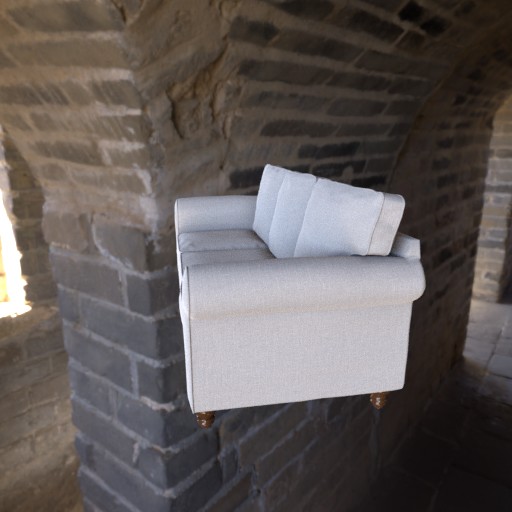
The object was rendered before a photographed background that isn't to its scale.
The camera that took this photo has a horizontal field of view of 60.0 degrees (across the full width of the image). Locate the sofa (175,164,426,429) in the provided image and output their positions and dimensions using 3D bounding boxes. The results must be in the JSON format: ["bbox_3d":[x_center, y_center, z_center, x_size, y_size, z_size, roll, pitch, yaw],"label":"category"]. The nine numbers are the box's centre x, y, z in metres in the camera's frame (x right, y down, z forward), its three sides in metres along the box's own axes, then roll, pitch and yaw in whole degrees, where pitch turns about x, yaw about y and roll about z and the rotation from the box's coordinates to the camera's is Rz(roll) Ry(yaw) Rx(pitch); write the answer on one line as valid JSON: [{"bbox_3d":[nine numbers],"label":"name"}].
[{"bbox_3d":[0.000,0.000,2.593,0.916,0.961,2.084,-3,15,-10],"label":"sofa"}]
